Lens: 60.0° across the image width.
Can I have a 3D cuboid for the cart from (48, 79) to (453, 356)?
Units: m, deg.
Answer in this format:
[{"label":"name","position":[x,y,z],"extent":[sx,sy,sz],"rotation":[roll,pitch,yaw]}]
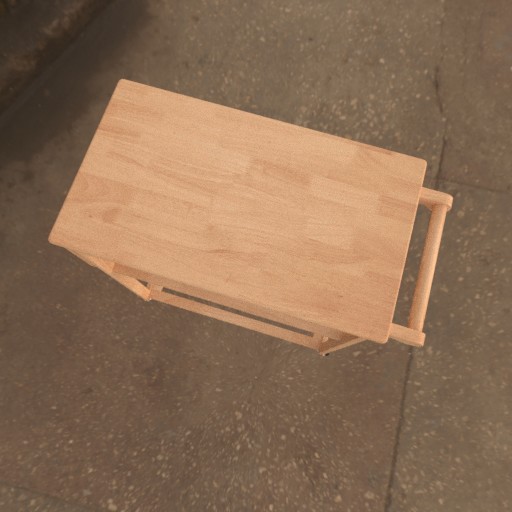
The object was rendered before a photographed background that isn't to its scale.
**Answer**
[{"label":"cart","position":[0.000,0.000,1.404],"extent":[0.853,0.879,0.432],"rotation":[16,75,4]}]
